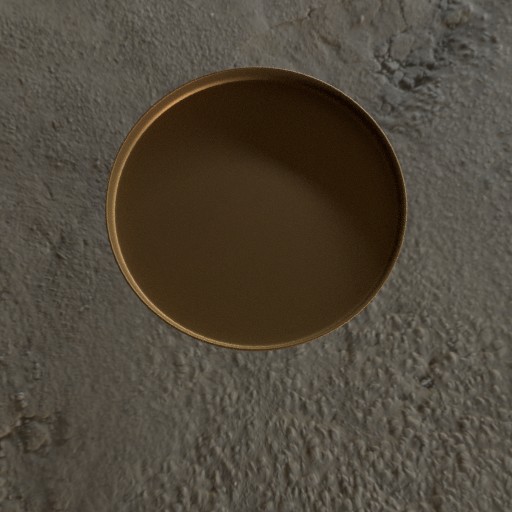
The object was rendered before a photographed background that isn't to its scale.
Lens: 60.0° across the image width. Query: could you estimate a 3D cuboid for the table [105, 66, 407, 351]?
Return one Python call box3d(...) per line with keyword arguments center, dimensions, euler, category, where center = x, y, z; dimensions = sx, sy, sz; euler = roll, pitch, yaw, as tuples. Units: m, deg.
box3d(center=(0.000, 0.000, 0.672), dimensions=(0.299, 0.480, 0.299), euler=(32, 78, 8), category="table")
